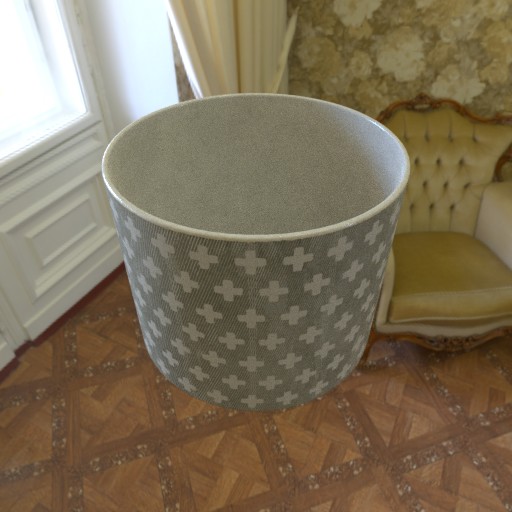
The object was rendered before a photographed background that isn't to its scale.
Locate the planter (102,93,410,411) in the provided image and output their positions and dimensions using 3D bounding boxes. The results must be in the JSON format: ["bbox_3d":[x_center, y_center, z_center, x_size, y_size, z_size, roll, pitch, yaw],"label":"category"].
[{"bbox_3d":[0.000,0.000,0.340,0.190,0.181,0.190,0,40,0],"label":"planter"}]
